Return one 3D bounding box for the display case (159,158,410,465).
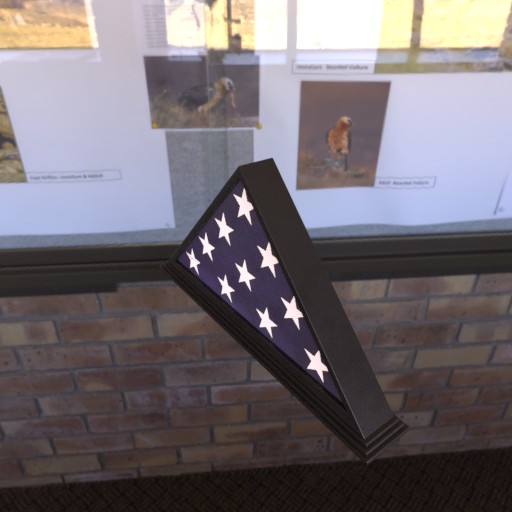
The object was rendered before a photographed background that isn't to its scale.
[{"bbox_3d":[0.000,0.000,0.773,0.095,0.340,0.640,-21,37,-31],"label":"display case"}]
